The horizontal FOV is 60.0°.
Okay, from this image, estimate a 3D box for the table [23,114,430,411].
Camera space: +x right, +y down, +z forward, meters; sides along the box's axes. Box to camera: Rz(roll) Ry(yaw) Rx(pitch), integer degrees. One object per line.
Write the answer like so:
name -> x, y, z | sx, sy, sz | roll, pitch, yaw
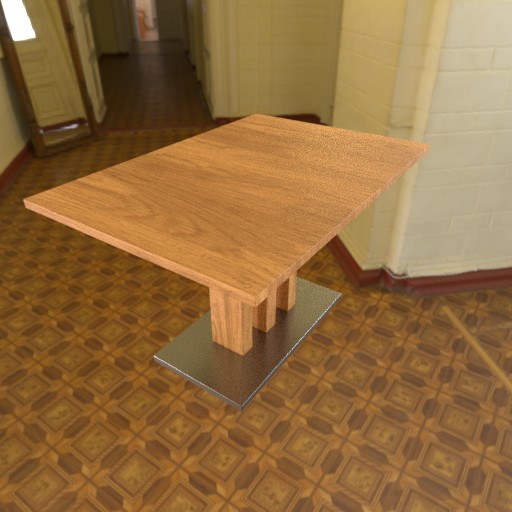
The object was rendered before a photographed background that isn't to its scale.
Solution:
table -> 0.000, 0.000, 1.847 | 0.900, 0.770, 1.300 | 20, 37, 29
